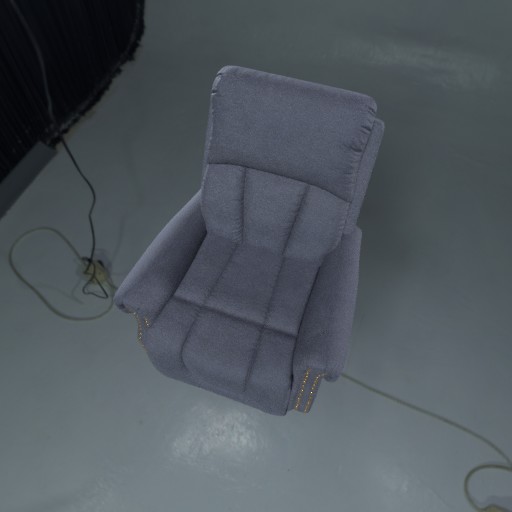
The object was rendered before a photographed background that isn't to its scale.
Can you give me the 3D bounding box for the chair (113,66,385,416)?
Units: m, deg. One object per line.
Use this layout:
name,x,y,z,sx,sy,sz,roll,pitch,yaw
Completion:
chair,0.000,0.000,1.770,0.871,1.031,0.979,17,60,10
